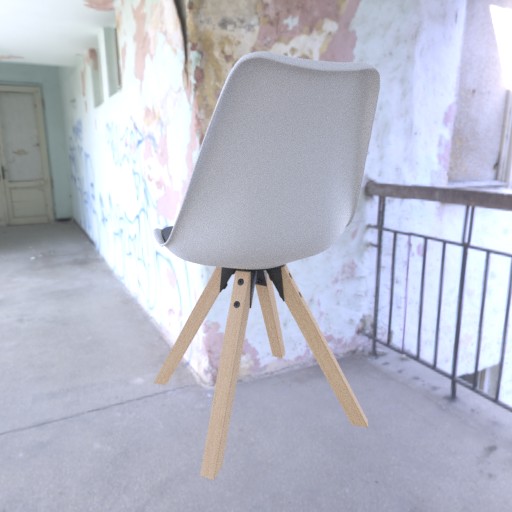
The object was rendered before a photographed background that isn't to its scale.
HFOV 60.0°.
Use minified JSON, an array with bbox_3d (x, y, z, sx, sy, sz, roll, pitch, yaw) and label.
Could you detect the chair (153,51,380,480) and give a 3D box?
[{"bbox_3d":[0.000,0.000,1.120,0.485,0.850,0.550,-7,15,-25],"label":"chair"}]
